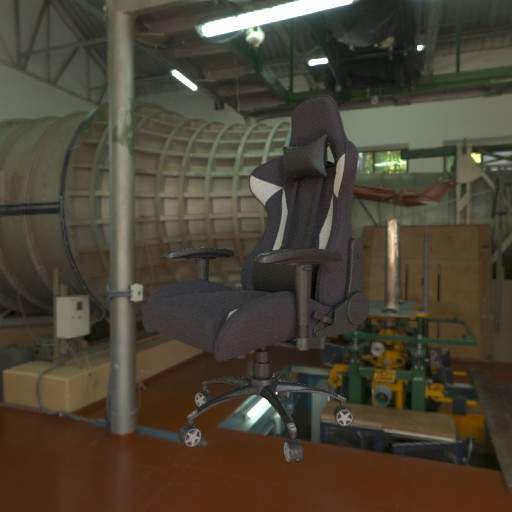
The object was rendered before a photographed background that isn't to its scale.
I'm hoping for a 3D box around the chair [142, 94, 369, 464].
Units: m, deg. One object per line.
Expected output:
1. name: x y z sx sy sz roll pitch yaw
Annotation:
1. chair: 0.000 0.000 1.678 0.695 1.300 0.730 -1 2 -35
